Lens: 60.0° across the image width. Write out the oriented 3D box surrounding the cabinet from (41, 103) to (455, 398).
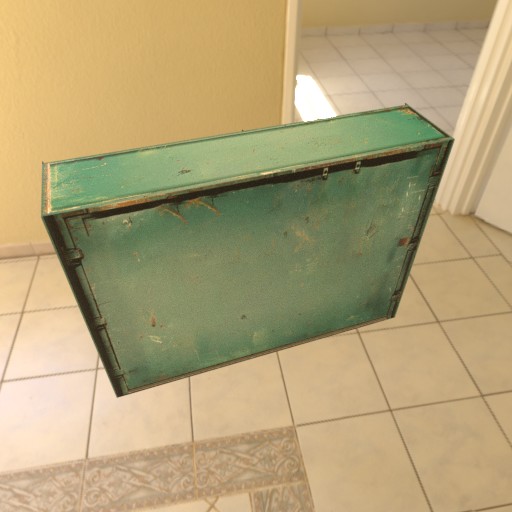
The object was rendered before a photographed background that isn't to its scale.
[{"bbox_3d":[0.000,0.000,4.027,3.001,2.160,0.680,-13,45,-14],"label":"cabinet"}]
